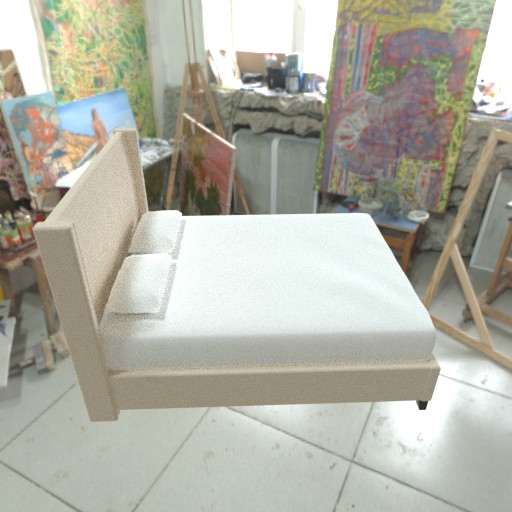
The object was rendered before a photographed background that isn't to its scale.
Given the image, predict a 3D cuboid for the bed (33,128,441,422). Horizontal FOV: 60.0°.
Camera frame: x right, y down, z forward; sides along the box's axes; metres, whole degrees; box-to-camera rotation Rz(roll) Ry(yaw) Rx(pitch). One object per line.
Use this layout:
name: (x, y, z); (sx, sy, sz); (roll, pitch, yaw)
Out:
bed: (0.000, 0.000, 3.365); (2.293, 1.471, 1.778); (-1, 32, -2)
